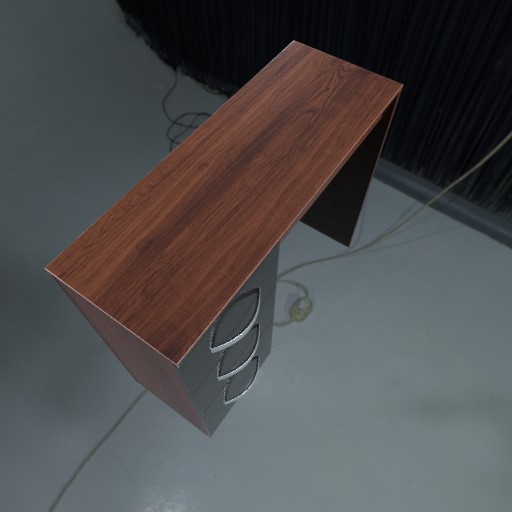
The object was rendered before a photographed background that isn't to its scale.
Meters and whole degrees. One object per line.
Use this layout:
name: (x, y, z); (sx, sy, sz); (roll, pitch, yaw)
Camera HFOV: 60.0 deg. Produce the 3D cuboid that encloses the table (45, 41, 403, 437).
table: (0.000, 0.000, 1.361); (0.380, 0.790, 0.930); (31, 63, 17)
